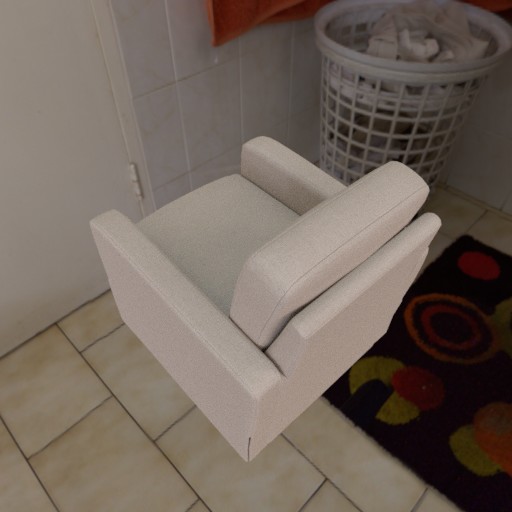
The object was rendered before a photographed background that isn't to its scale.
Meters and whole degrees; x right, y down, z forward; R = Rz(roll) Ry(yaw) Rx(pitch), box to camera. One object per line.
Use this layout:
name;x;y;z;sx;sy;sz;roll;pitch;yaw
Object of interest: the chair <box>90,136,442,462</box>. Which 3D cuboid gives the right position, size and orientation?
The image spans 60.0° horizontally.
chair;0.000;0.000;1.481;0.755;0.827;0.888;-34;55;-28
